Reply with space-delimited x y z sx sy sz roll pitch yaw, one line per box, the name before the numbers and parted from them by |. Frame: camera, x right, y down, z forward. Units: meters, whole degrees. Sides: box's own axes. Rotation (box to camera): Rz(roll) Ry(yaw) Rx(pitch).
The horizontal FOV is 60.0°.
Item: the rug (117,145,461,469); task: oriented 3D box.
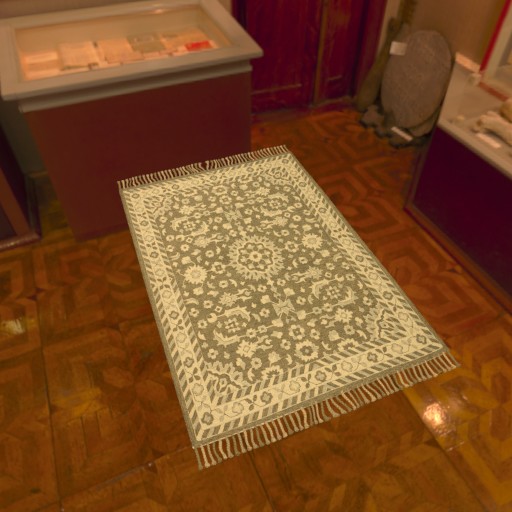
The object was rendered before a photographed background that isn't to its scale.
rug | 0.000 0.000 3.060 1.530 0.025 2.431 -16 48 -15
